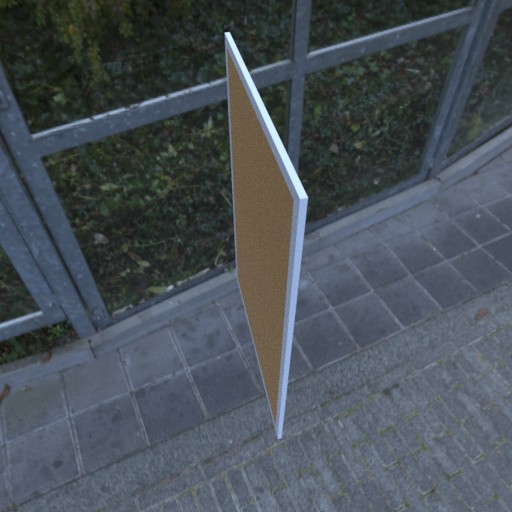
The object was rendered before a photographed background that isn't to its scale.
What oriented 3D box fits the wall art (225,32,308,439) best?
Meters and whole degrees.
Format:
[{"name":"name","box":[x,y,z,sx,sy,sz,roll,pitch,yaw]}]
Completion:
[{"name":"wall art","box":[0.000,0.000,1.225,0.013,0.940,0.659,-9,48,-9]}]
